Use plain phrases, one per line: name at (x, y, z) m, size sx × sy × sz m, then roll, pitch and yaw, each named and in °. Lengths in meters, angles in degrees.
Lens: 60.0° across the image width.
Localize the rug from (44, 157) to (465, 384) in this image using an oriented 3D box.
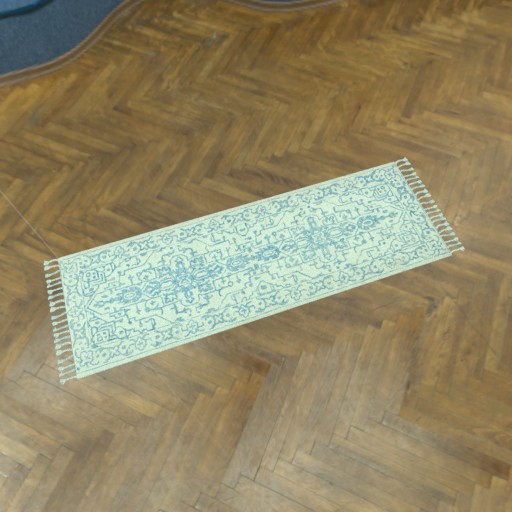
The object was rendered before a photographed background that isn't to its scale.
rug at (0.000, 0.000, 2.685) m, size 2.449 × 0.011 × 0.774 m, roll -17°, pitch 64°, yaw -9°
